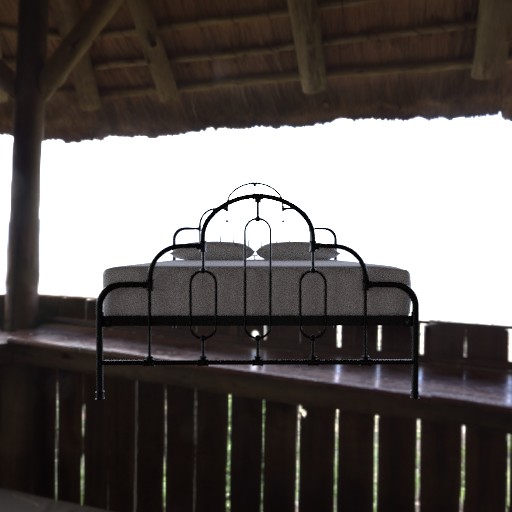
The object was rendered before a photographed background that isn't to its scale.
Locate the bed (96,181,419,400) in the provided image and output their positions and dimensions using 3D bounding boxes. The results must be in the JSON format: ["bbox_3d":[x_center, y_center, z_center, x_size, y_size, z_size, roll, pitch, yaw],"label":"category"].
[{"bbox_3d":[0.000,0.000,3.292,1.626,1.444,2.181,0,1,-1],"label":"bed"}]
